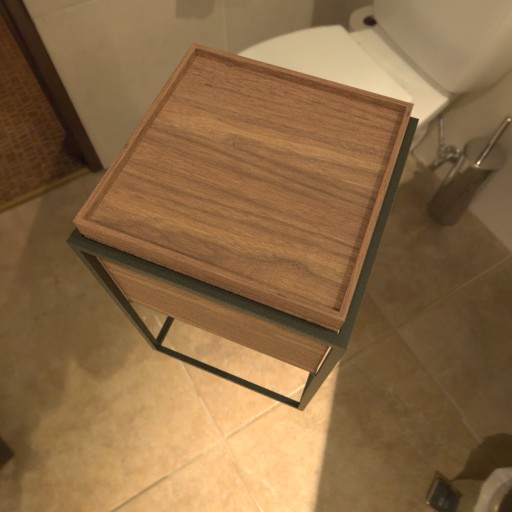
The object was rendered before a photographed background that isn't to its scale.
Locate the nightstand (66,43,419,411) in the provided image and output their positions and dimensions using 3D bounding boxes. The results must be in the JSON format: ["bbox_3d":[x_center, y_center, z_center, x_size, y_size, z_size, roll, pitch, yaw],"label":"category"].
[{"bbox_3d":[0.000,0.000,0.887,0.397,0.607,0.397,20,65,10],"label":"nightstand"}]
